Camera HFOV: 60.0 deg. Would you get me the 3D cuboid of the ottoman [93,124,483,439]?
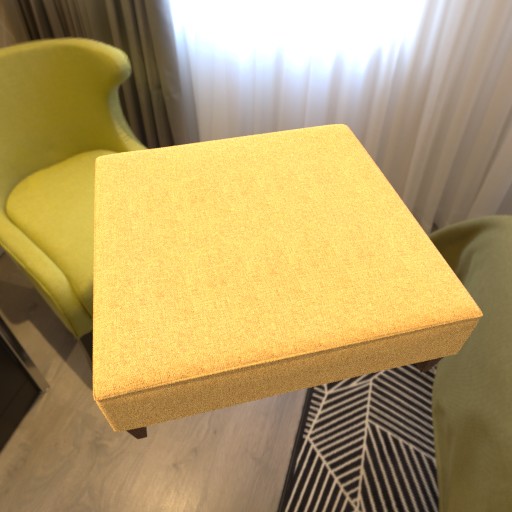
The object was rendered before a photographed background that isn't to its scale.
[{"bbox_3d":[0.000,0.000,1.479,0.981,0.378,0.970,-10,47,-9],"label":"ottoman"}]
